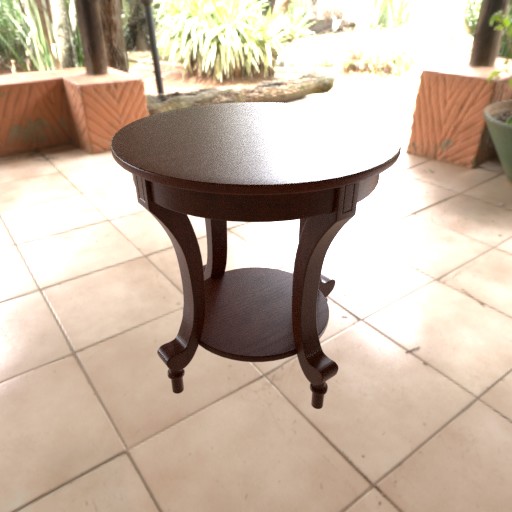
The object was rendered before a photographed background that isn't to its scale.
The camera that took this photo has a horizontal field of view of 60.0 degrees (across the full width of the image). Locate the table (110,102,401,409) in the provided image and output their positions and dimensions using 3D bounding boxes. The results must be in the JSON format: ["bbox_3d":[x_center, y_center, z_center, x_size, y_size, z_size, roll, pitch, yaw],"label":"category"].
[{"bbox_3d":[0.000,0.000,1.099,0.597,0.612,0.597,0,31,0],"label":"table"}]
